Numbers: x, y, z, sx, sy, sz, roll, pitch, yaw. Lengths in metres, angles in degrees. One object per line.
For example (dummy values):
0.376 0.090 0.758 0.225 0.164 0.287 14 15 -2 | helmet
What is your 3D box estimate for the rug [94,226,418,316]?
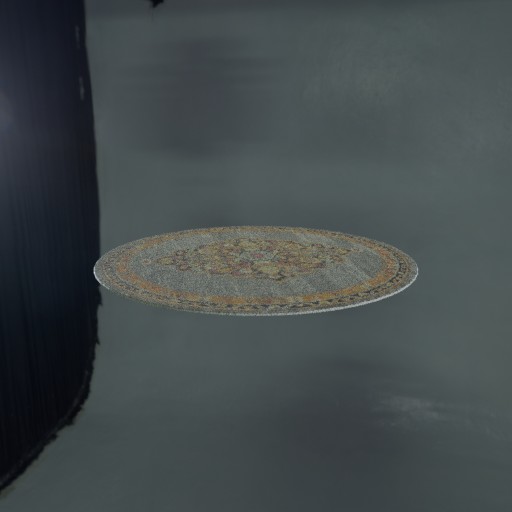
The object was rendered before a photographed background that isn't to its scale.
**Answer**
0.000 0.000 2.316 1.598 0.010 1.598 0 15 0 | rug
